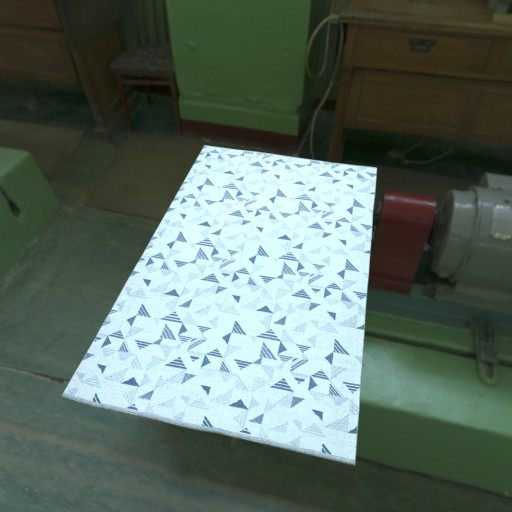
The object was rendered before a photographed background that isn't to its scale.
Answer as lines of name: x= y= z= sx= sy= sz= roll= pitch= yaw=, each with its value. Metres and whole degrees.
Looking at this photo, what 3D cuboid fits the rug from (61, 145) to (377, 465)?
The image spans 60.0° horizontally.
rug: x=0.000 y=0.000 z=3.003 sx=1.512 sy=0.009 sz=2.457 roll=10 pitch=47 yaw=9
